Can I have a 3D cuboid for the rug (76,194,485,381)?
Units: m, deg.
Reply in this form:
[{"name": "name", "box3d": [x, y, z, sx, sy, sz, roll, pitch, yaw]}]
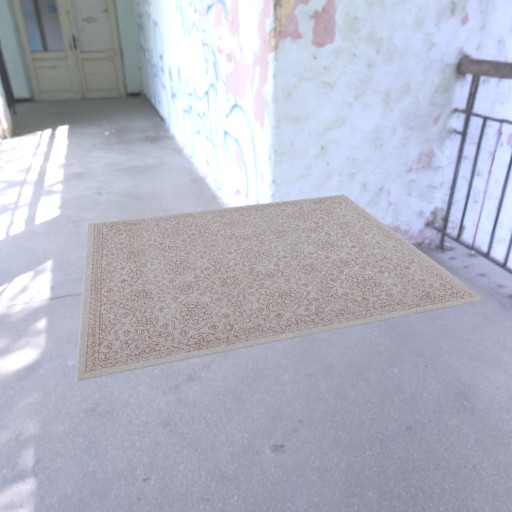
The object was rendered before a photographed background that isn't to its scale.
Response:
[{"name": "rug", "box3d": [0.000, 0.000, 4.139, 3.050, 0.015, 2.441, -8, 30, -15]}]
